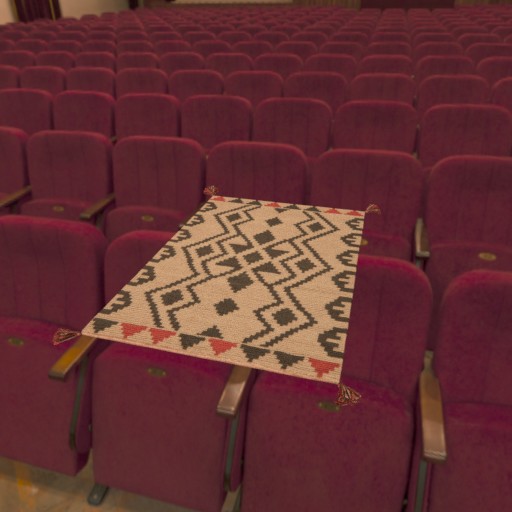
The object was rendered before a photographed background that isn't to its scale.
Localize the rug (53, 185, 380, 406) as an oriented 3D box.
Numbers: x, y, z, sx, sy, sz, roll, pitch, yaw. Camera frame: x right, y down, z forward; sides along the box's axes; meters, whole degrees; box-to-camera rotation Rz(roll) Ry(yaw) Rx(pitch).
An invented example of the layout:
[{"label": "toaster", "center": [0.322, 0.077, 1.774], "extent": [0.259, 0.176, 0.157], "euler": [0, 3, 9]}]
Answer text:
[{"label": "rug", "center": [0.000, 0.000, 2.721], "extent": [1.444, 0.067, 2.069], "euler": [8, 30, 13]}]
